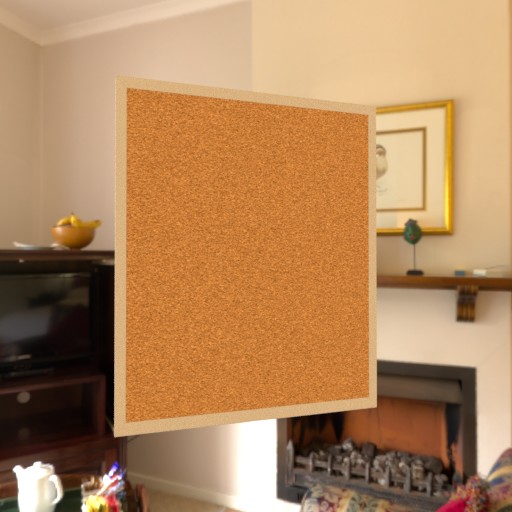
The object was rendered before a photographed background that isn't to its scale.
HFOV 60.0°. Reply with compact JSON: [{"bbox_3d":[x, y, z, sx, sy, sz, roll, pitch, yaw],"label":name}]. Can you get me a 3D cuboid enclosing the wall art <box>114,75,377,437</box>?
[{"bbox_3d":[0.000,0.000,0.732,0.444,0.536,0.020,0,-1,-18],"label":"wall art"}]
